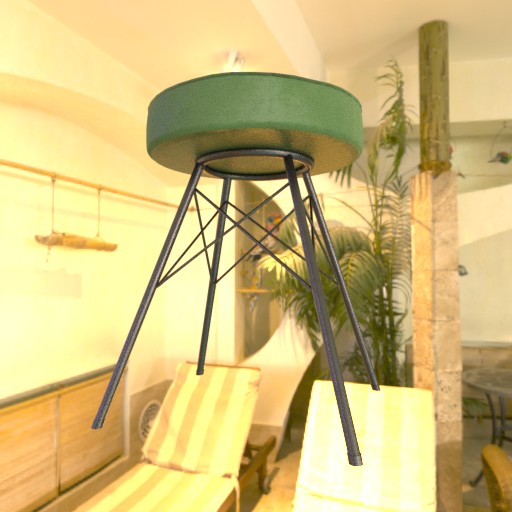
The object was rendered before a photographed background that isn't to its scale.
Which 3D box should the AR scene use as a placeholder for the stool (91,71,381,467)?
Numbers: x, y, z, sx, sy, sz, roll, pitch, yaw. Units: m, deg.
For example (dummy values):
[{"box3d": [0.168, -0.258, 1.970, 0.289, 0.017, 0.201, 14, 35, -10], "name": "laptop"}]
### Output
[{"box3d": [0.000, 0.000, 0.892, 0.457, 0.595, 0.430, -1, -2, 19], "name": "stool"}]
